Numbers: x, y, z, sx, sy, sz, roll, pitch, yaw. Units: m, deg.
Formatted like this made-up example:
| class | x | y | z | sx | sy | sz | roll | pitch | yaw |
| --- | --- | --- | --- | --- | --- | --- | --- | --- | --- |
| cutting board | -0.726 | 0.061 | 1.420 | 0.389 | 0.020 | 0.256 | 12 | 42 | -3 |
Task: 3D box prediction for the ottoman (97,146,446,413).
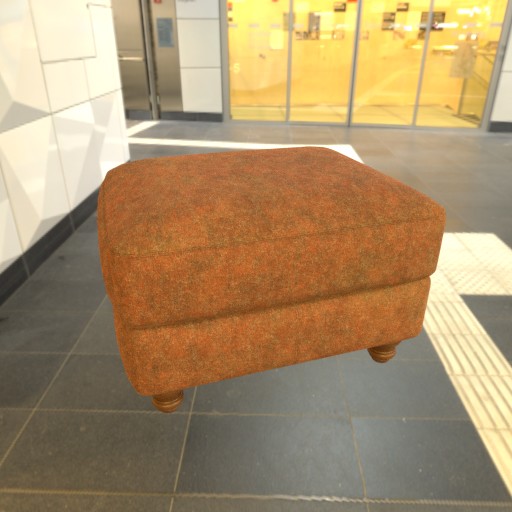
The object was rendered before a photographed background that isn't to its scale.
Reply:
| class | x | y | z | sx | sy | sz | roll | pitch | yaw |
| --- | --- | --- | --- | --- | --- | --- | --- | --- | --- |
| ottoman | 0.000 | 0.000 | 1.215 | 0.787 | 0.508 | 0.635 | -8 | 28 | -16 |
